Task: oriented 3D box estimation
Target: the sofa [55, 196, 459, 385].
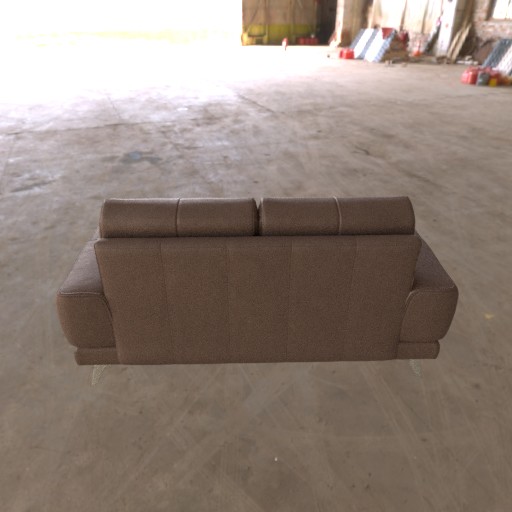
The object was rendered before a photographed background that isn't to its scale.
[{"bbox_3d":[0.000,0.000,2.379,1.806,0.907,1.018,-1,29,-1],"label":"sofa"}]
